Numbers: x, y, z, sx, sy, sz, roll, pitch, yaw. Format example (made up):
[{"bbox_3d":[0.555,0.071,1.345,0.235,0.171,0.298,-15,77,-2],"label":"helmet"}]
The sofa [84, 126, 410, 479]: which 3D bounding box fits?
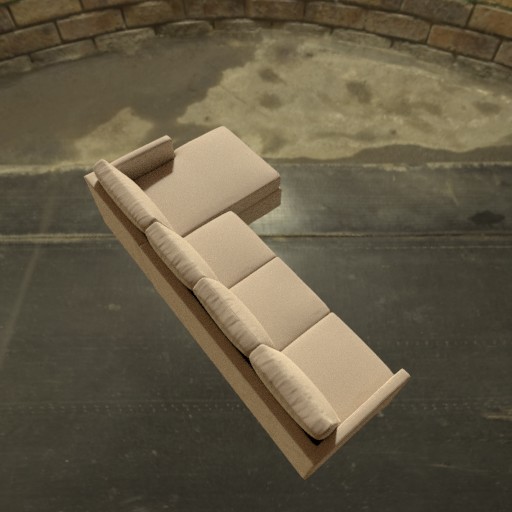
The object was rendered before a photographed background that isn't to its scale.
[{"bbox_3d":[0.000,0.000,3.939,1.622,0.871,3.206,-34,63,-20],"label":"sofa"}]
